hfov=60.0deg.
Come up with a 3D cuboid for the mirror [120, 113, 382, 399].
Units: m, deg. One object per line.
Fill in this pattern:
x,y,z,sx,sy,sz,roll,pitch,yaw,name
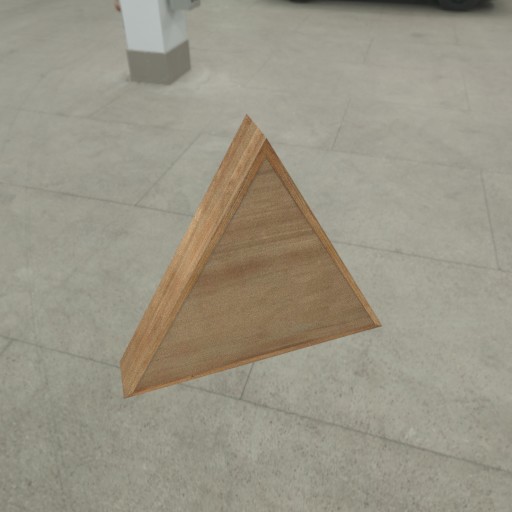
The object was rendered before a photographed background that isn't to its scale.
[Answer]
0.000,0.000,0.886,0.631,0.548,0.100,-12,42,-14,mirror
